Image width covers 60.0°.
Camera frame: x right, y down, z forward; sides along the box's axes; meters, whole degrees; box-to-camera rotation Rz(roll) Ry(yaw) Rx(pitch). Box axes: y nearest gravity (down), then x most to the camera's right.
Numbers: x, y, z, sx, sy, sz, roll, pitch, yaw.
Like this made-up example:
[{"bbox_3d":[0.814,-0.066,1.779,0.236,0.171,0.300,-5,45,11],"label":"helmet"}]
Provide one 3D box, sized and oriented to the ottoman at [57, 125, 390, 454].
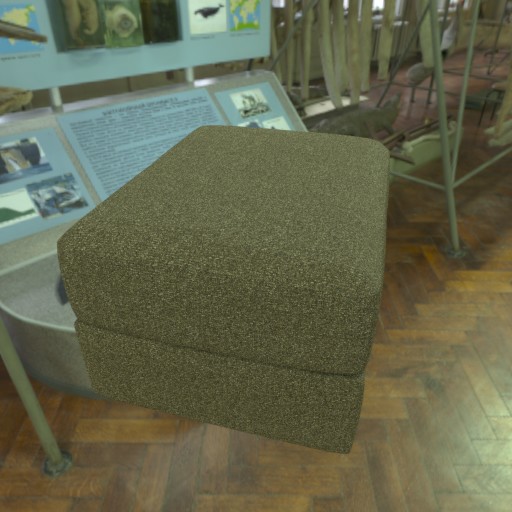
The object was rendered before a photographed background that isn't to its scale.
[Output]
[{"bbox_3d":[0.000,0.000,1.116,0.598,0.476,0.742,9,34,13],"label":"ottoman"}]
